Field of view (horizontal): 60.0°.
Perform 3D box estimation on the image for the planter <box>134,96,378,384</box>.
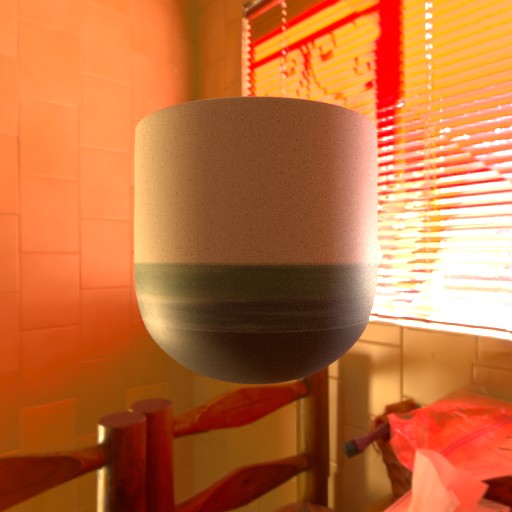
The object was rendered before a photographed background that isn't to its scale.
[{"bbox_3d":[0.000,0.000,0.506,0.268,0.270,0.268,0,0,0],"label":"planter"}]
